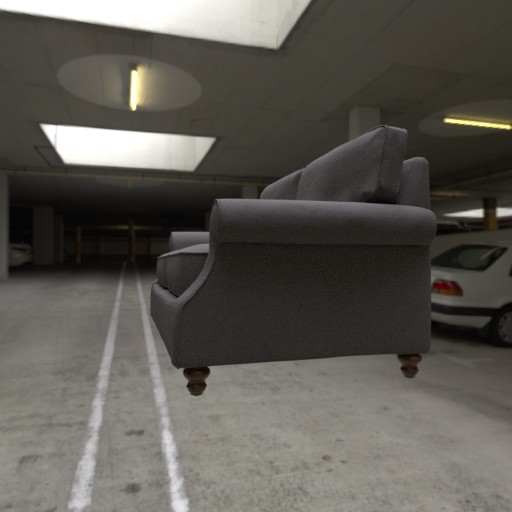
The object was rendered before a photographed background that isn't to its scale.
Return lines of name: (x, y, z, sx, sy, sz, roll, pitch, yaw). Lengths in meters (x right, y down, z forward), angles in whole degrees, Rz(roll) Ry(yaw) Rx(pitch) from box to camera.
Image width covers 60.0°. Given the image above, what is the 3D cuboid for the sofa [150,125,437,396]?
sofa: (0.000, 0.000, 2.218, 0.964, 0.937, 1.665, 0, -1, -16)
